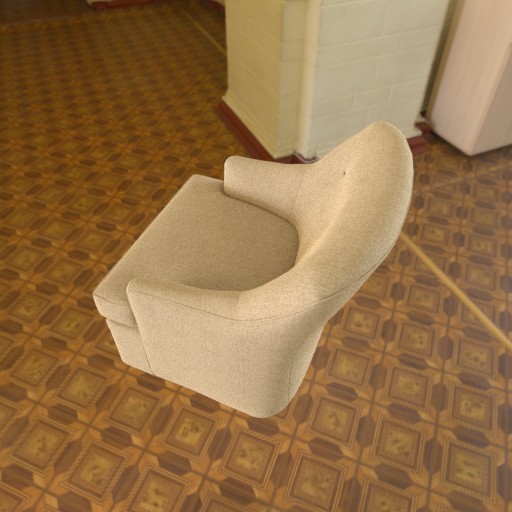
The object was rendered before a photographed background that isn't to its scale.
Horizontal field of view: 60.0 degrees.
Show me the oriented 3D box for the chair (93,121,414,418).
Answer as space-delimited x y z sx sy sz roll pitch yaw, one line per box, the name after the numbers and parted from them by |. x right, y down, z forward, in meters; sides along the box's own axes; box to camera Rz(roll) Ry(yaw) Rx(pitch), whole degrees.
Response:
0.000 0.000 1.619 0.923 0.856 0.864 15 47 15 | chair
